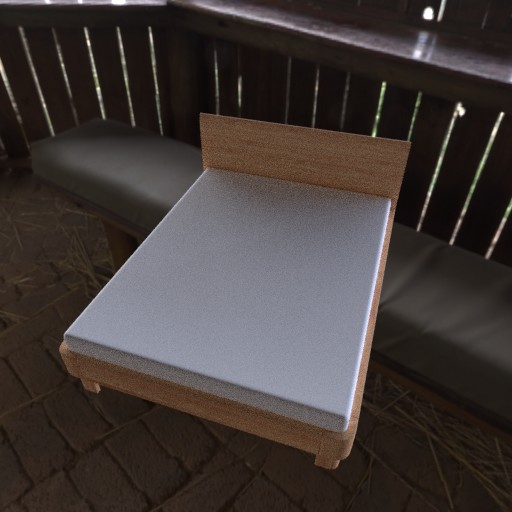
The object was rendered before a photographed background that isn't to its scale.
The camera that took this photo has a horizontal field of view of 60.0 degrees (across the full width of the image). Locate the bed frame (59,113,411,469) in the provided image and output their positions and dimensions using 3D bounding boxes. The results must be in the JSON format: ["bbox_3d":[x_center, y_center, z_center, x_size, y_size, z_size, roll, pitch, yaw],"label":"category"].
[{"bbox_3d":[0.000,0.000,2.950,1.660,0.940,2.092,12,41,14],"label":"bed frame"}]
